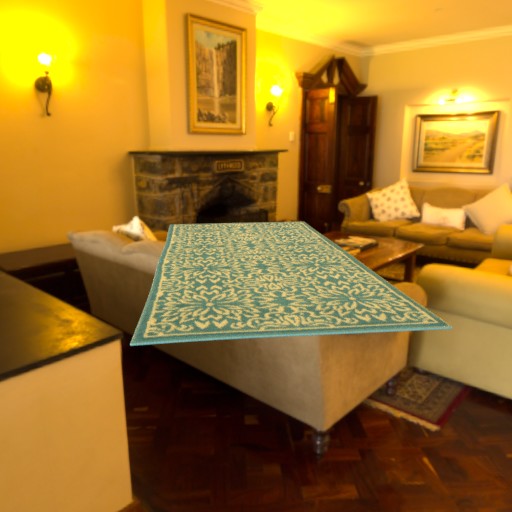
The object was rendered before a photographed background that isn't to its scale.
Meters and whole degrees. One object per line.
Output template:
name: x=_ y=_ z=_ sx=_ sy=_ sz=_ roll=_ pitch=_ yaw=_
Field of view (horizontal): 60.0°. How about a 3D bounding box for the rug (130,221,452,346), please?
rug: x=0.000 y=0.000 z=1.398 sx=0.604 sy=0.007 sz=1.219 roll=-2 pitch=14 yaw=-7
